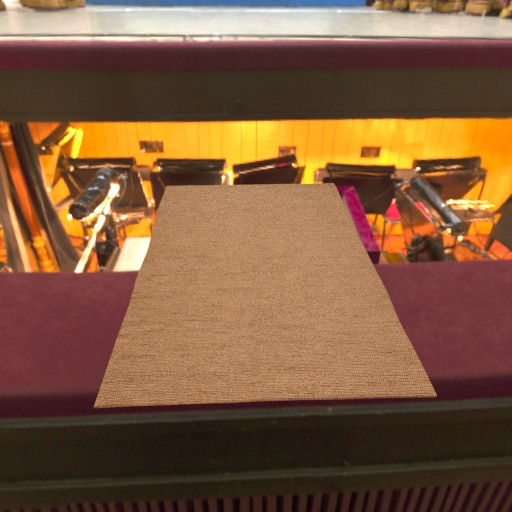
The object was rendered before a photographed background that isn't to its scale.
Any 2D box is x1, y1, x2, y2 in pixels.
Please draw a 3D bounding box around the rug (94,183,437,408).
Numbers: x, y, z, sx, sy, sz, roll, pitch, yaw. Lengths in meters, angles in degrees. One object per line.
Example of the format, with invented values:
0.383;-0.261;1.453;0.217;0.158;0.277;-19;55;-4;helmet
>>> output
0.000;0.000;2.992;1.533;0.011;2.439;-1;32;-2;rug
